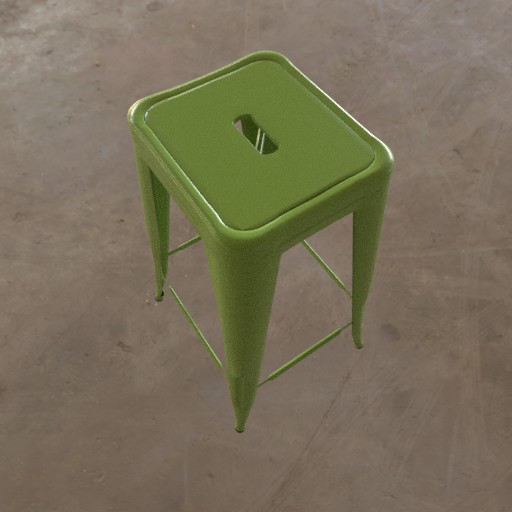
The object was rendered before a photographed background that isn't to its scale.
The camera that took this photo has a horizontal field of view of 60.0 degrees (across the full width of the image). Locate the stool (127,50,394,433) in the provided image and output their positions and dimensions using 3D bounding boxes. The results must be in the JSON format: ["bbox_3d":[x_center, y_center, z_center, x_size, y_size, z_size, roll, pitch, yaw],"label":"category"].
[{"bbox_3d":[0.000,0.000,0.828,0.358,0.609,0.398,-30,63,-17],"label":"stool"}]
